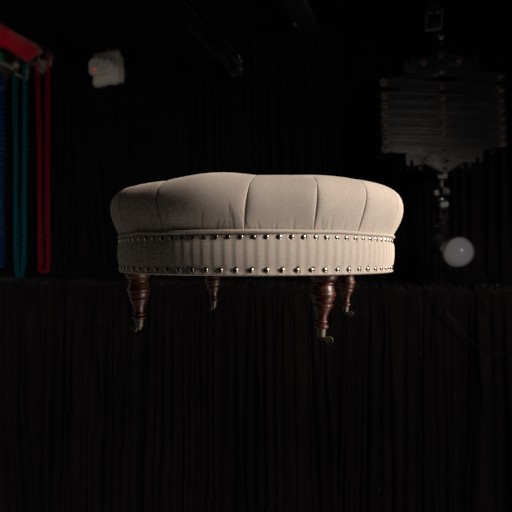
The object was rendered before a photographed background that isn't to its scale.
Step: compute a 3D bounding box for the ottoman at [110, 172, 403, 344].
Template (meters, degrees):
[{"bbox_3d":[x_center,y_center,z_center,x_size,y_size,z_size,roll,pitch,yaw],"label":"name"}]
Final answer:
[{"bbox_3d":[0.000,0.000,1.429,0.901,0.439,0.901,0,0,0],"label":"ottoman"}]
